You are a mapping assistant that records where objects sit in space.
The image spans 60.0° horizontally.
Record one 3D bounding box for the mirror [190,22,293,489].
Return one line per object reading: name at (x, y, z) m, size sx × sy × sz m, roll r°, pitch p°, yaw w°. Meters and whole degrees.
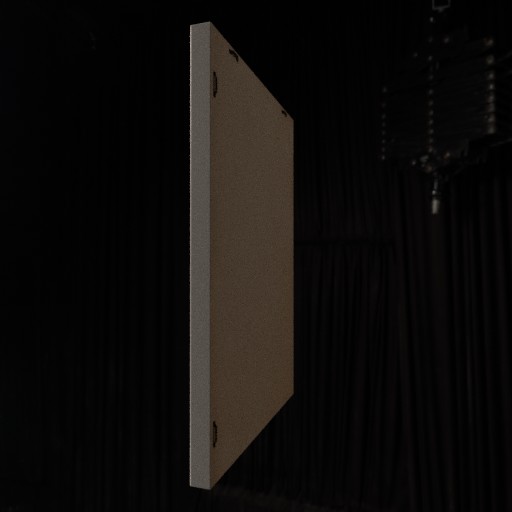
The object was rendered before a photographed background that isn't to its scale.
mirror at (0.000, 0.000, 0.917) m, size 0.039 × 0.710 × 0.507 m, roll 0°, pitch 0°, yaw 19°
